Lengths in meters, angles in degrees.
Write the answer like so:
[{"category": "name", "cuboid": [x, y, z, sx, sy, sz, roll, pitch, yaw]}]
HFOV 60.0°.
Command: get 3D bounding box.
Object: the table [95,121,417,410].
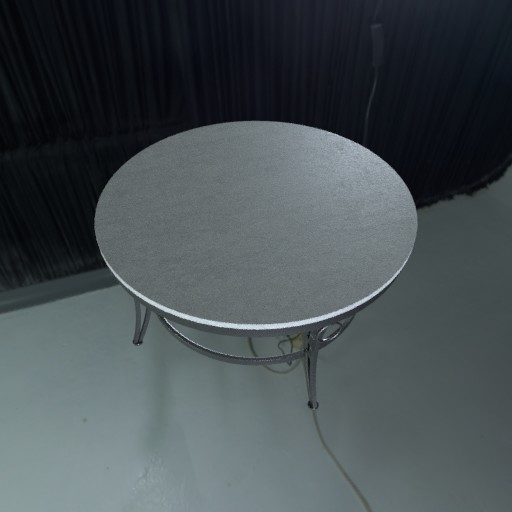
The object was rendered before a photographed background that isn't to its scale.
[{"category": "table", "cuboid": [0.000, 0.000, 1.426, 0.889, 0.470, 0.889, 0, 45, 0]}]
